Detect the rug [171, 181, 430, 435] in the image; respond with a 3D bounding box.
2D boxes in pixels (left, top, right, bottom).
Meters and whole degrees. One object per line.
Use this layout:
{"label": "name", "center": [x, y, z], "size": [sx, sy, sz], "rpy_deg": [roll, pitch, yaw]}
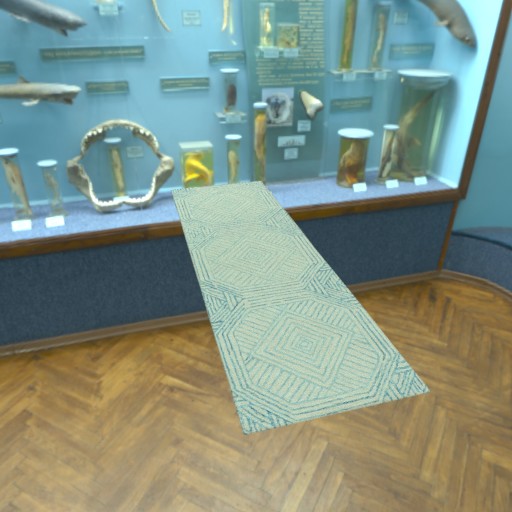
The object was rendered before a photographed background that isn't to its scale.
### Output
{"label": "rug", "center": [0.000, 0.000, 2.706], "size": [0.775, 0.012, 2.452], "rpy_deg": [-8, 31, -13]}
